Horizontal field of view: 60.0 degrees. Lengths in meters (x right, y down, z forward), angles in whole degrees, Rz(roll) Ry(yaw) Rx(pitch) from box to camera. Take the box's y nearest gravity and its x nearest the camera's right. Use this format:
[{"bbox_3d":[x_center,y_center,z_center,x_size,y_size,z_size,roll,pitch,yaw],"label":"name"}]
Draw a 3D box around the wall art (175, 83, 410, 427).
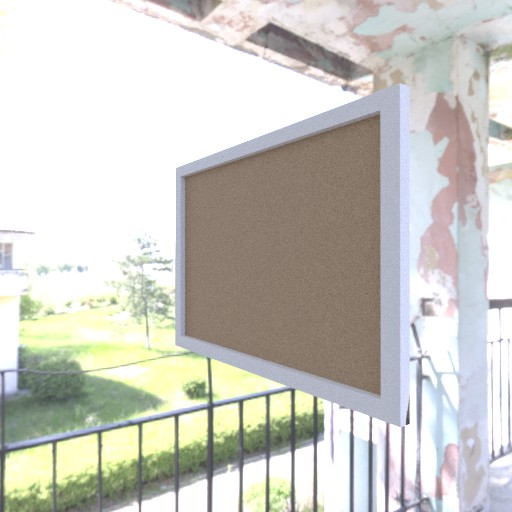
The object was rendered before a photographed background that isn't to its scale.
[{"bbox_3d":[0.000,0.000,1.459,0.038,0.767,1.144,0,0,-36],"label":"wall art"}]
